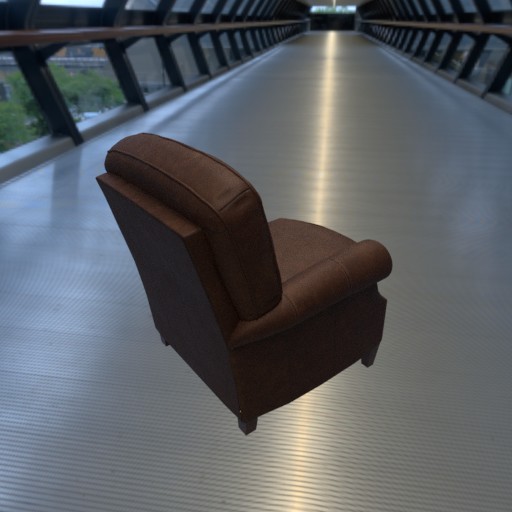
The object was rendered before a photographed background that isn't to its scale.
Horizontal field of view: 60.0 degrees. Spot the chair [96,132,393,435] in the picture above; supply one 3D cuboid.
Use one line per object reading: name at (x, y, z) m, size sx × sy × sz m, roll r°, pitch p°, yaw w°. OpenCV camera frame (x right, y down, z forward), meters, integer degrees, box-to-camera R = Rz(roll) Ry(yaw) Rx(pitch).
chair at (0.000, 0.000, 1.817) m, size 0.986 × 1.018 × 0.936 m, roll -19°, pitch 32°, yaw -32°
